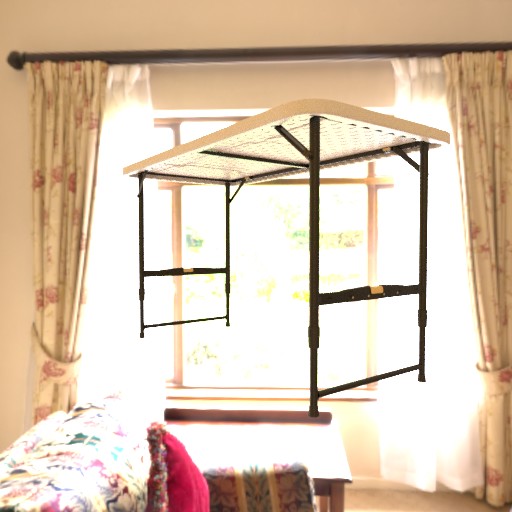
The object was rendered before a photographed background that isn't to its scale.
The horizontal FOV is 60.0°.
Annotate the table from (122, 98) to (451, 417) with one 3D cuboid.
[{"bbox_3d":[0.000,0.000,1.625,0.610,0.737,1.219,-1,2,-36],"label":"table"}]
